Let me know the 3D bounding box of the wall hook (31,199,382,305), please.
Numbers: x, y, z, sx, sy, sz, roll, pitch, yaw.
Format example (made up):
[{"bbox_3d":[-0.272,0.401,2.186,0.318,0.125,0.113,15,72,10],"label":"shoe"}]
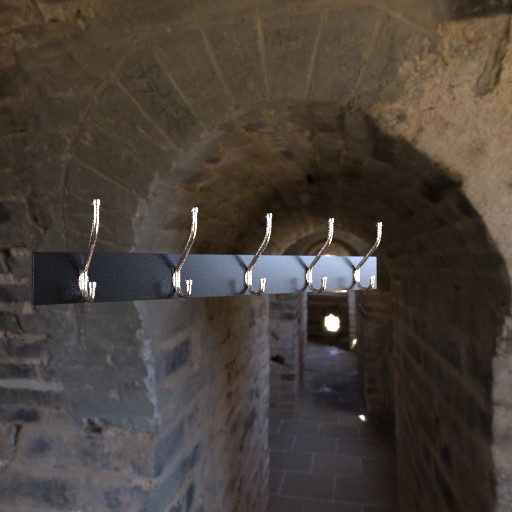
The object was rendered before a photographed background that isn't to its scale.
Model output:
[{"bbox_3d":[0.000,0.000,0.638,0.571,0.117,0.071,1,-1,-35],"label":"wall hook"}]
